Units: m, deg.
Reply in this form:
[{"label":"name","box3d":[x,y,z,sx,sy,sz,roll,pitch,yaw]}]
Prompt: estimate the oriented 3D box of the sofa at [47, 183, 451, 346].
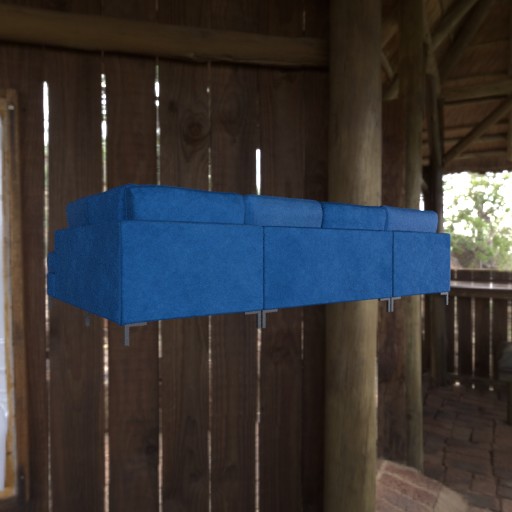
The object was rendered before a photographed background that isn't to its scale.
[{"label":"sofa","box3d":[0.000,0.000,4.349,3.434,0.992,2.055,-1,1,-36]}]
